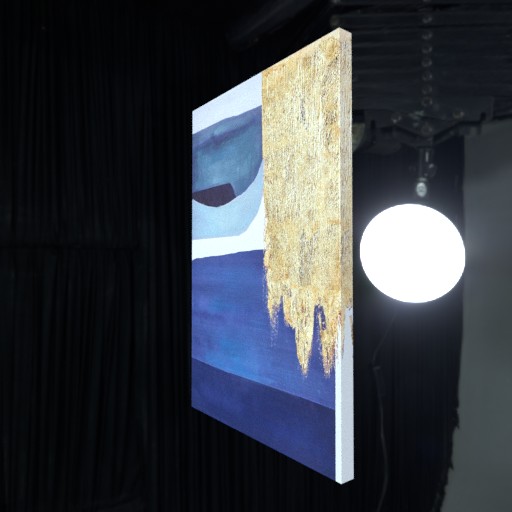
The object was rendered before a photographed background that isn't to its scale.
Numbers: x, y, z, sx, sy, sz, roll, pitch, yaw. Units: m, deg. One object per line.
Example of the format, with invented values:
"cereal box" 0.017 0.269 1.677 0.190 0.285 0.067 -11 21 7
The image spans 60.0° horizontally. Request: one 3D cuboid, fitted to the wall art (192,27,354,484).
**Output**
"wall art" 0.000 0.000 1.138 0.039 0.911 0.607 1 -2 -37
